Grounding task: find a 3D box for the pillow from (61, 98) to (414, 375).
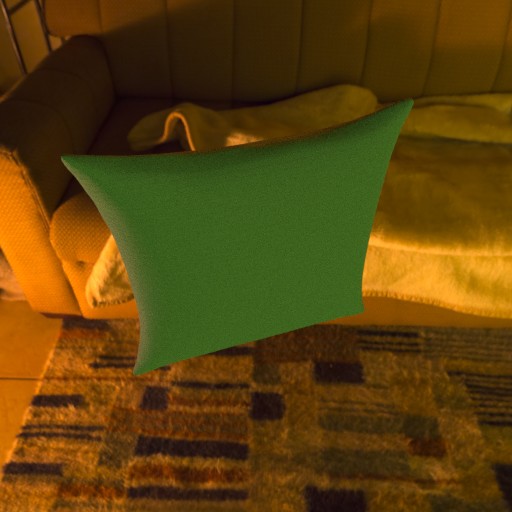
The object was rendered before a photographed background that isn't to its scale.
[{"bbox_3d":[0.000,0.000,0.776,0.514,0.497,0.150,-13,44,-13],"label":"pillow"}]
